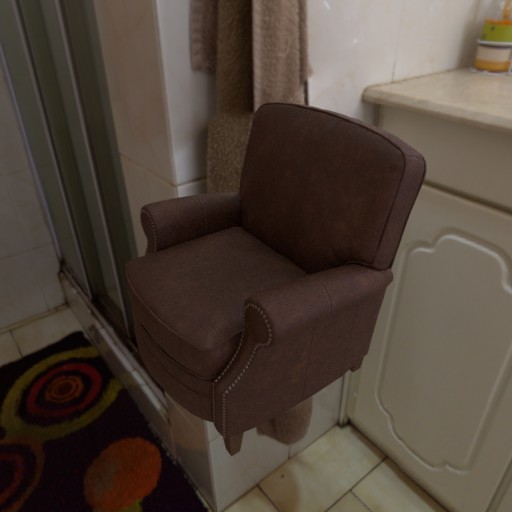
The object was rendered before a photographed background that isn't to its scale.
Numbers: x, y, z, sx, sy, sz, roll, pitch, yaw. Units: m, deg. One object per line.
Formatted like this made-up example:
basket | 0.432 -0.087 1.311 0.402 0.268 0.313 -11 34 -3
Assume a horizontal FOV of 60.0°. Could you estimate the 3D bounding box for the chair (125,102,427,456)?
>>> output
chair | 0.000 0.000 1.736 0.986 1.018 0.936 -21 38 -30
